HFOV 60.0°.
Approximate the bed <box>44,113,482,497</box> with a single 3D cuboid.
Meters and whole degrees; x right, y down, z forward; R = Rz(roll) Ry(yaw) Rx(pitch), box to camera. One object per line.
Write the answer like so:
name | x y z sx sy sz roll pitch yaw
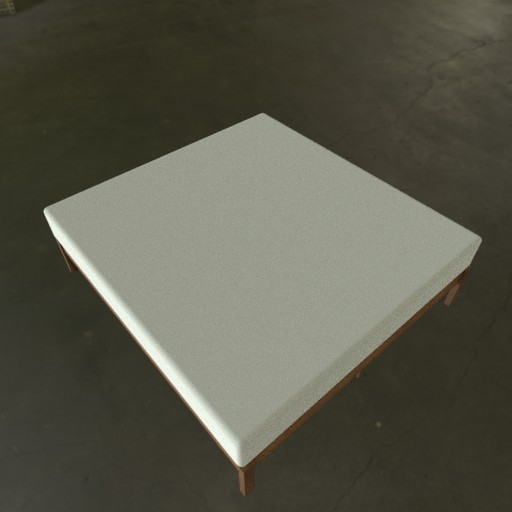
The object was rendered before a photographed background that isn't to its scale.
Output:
bed | 0.000 0.000 3.004 1.930 0.616 2.049 -32 54 -27
